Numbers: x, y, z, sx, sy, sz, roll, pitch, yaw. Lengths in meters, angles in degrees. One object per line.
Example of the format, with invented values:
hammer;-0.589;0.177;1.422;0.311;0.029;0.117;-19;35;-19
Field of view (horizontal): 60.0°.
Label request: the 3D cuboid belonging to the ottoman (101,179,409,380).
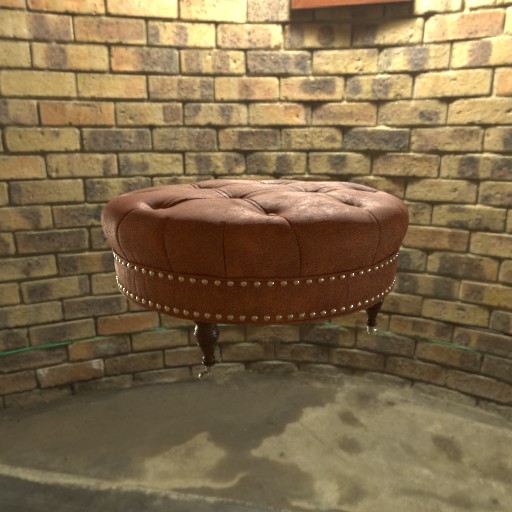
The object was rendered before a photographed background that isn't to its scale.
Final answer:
ottoman;0.000;0.000;1.399;0.901;0.444;0.901;0;15;0
